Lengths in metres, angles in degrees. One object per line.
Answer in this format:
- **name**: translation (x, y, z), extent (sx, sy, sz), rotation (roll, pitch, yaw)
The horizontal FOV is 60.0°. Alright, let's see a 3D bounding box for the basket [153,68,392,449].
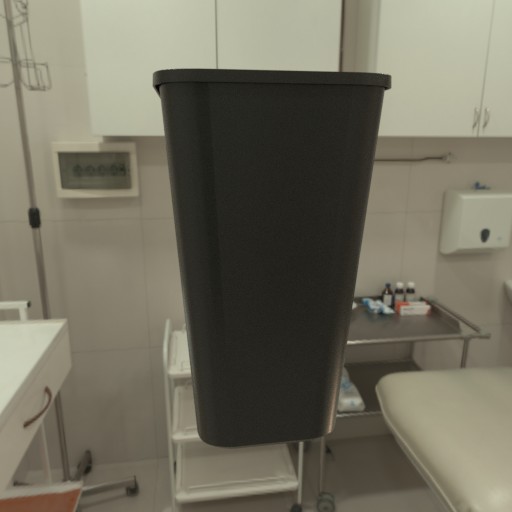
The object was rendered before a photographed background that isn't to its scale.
- **basket**: translation (0.000, 0.000, 0.736), extent (0.287, 0.521, 0.394), rotation (-2, 15, -9)
